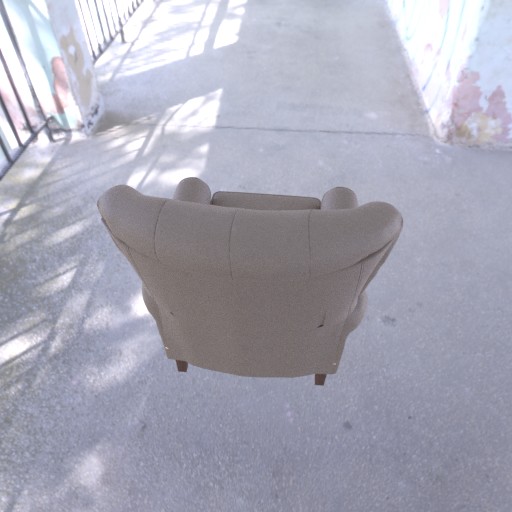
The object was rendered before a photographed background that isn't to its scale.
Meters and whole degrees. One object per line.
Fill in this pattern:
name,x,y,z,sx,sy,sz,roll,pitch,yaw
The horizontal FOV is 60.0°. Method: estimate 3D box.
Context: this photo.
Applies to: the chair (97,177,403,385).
chair,0.000,0.000,1.974,0.999,1.138,1.041,5,47,4
